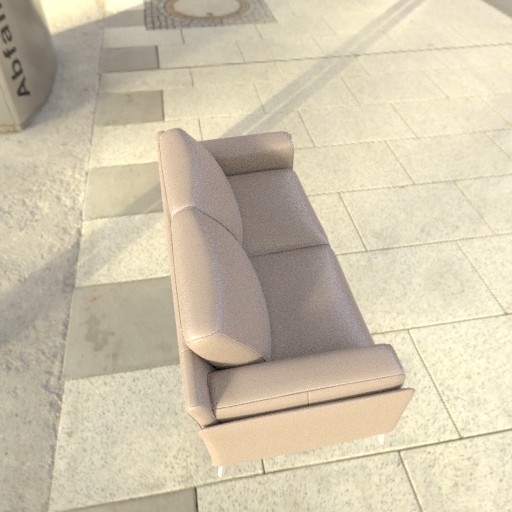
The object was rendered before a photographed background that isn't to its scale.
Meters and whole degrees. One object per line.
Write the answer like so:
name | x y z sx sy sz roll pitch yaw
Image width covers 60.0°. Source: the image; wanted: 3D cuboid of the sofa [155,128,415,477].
sofa | 0.000 0.000 2.591 1.049 0.930 2.101 -9 48 -8
